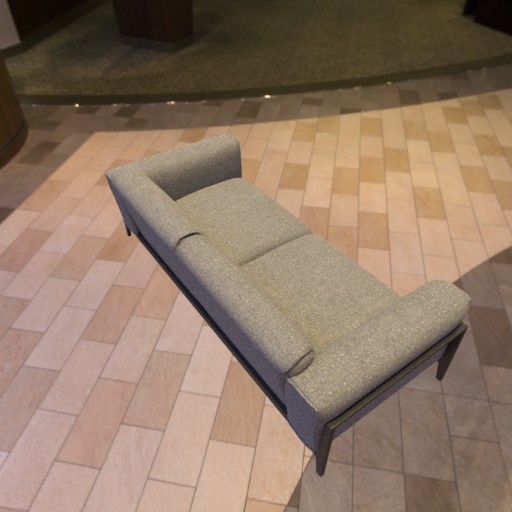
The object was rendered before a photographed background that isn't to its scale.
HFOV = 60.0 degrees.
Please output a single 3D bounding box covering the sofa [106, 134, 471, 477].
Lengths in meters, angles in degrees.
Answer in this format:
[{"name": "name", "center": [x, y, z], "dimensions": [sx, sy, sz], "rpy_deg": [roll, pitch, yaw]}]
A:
[{"name": "sofa", "center": [0.000, 0.000, 2.570], "dimensions": [0.985, 0.703, 2.125], "rpy_deg": [-25, 47, -26]}]
